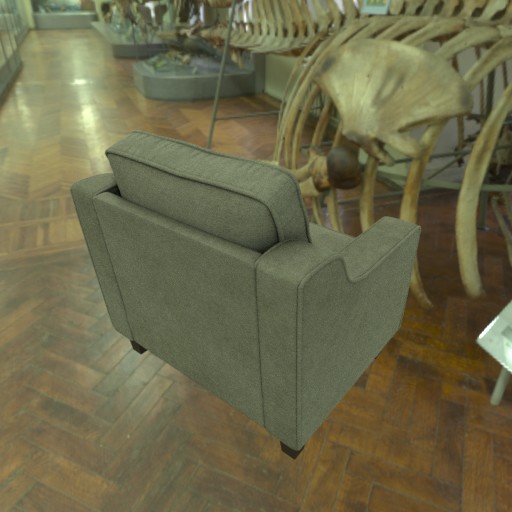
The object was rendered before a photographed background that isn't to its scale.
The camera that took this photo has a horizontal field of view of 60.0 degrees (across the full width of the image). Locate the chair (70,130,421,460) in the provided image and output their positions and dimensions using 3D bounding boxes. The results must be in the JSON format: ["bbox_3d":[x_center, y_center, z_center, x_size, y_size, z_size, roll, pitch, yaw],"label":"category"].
[{"bbox_3d":[0.000,0.000,1.644,0.926,0.944,0.840,22,37,33],"label":"chair"}]
